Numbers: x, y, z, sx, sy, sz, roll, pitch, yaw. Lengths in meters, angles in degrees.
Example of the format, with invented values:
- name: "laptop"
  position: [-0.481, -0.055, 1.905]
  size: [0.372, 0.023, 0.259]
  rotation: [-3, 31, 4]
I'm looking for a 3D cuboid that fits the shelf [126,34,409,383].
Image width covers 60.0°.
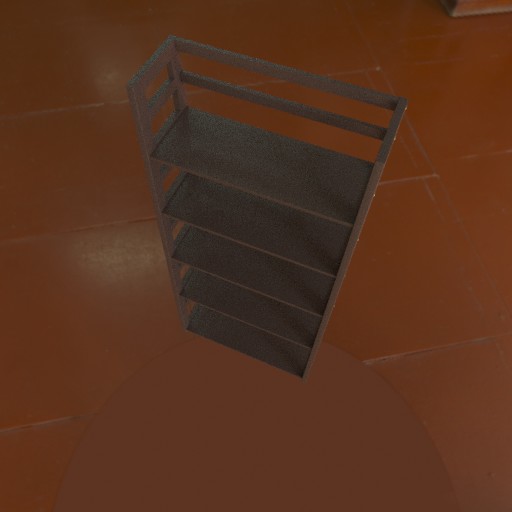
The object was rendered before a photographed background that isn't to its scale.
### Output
- name: "shelf"
  position: [0.000, 0.000, 1.908]
  size: [0.763, 1.600, 0.403]
  rotation: [20, 61, 12]
